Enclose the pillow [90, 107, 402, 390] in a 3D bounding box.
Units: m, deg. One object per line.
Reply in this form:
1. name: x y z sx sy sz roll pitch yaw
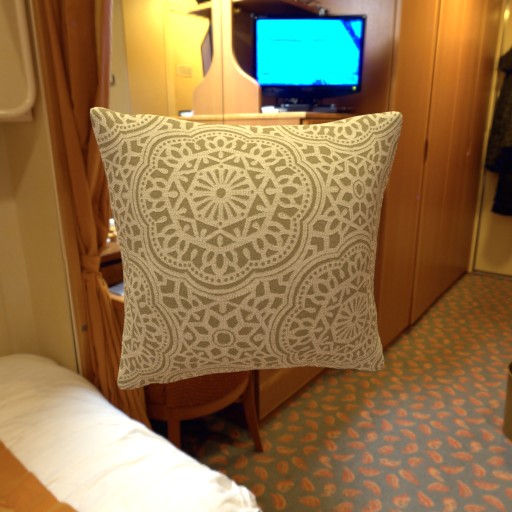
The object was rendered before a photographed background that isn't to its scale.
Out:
1. pillow: 0.000 0.000 0.666 0.438 0.421 0.167 -2 16 -8
